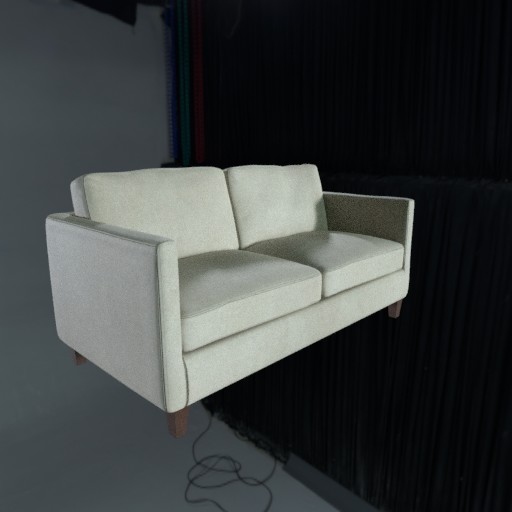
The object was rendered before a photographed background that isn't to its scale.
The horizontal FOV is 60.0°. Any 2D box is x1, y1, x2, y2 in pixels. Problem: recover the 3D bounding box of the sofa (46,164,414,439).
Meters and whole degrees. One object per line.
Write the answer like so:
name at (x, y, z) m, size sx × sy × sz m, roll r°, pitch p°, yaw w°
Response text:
sofa at (0.000, 0.000, 2.393) m, size 0.950 × 0.940 × 1.846 m, roll 13°, pitch 18°, yaw 43°
